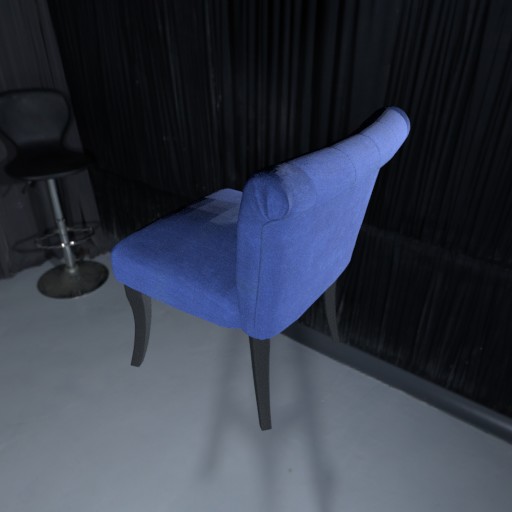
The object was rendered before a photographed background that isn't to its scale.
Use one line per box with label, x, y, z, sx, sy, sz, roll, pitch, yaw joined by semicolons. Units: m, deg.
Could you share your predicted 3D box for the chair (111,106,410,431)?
chair;0.000;0.000;1.207;0.606;0.753;0.585;21;37;30
